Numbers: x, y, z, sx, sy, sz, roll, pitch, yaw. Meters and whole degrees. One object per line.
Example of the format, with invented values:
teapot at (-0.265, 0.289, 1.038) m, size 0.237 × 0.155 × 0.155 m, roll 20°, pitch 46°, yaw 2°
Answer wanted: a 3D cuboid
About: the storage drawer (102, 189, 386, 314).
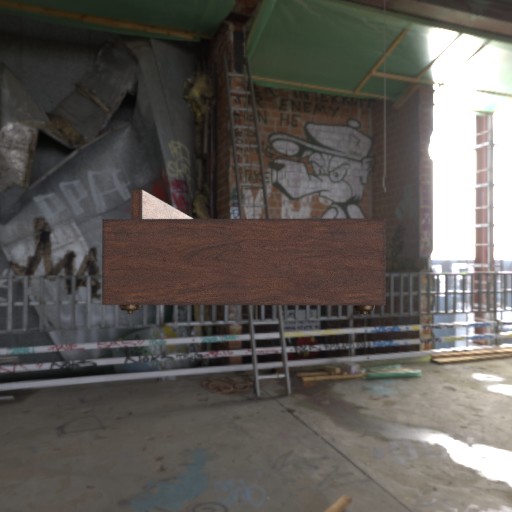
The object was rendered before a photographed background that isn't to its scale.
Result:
storage drawer at (0.000, 0.000, 2.130) m, size 0.774 × 0.339 × 1.914 m, roll 0°, pitch -1°, yaw 1°
